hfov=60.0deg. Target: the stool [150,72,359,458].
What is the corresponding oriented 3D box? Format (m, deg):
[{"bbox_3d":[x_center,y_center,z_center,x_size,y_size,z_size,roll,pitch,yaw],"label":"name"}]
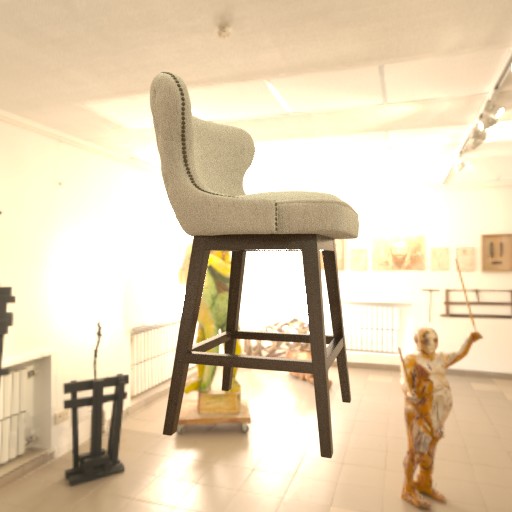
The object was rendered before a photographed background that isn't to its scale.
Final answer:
[{"bbox_3d":[0.000,0.000,1.358,0.597,0.972,0.615,0,0,18],"label":"stool"}]
